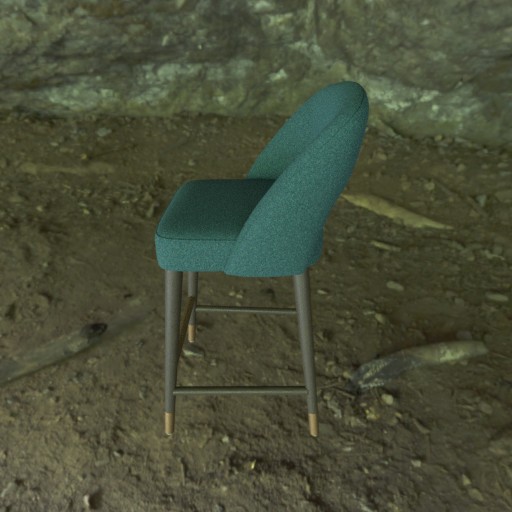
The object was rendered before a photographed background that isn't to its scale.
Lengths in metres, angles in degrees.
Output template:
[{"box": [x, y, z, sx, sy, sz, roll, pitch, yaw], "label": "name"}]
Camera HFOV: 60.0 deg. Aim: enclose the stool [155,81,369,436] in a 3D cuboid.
[{"box": [0.000, 0.000, 1.281, 0.522, 0.939, 0.536, 0, 26, 1], "label": "stool"}]
